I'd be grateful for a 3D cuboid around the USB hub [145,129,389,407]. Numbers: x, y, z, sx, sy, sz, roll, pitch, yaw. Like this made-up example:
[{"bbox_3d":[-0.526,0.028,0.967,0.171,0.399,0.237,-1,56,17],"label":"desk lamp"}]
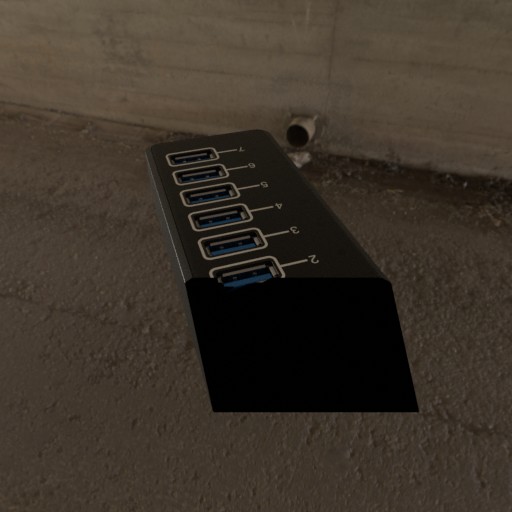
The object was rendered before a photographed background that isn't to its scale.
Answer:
[{"bbox_3d":[0.000,0.000,0.123,0.044,0.023,0.110,-12,42,-14],"label":"USB hub"}]
